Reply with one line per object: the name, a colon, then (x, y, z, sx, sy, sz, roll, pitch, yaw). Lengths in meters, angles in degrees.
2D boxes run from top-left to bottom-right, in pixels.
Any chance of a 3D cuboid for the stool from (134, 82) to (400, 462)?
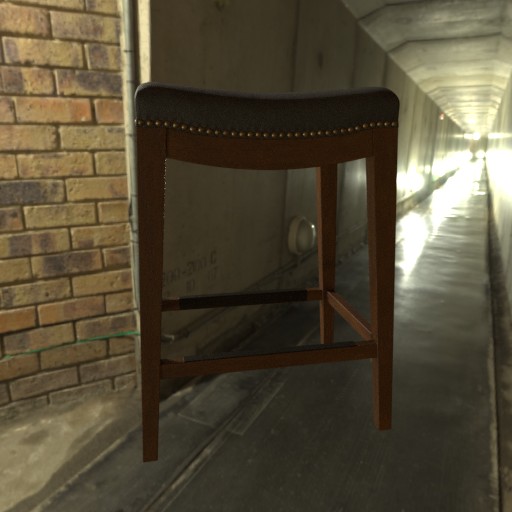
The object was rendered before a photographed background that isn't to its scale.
stool: (0.000, 0.000, 0.933, 0.490, 0.664, 0.353, -3, 16, -11)
